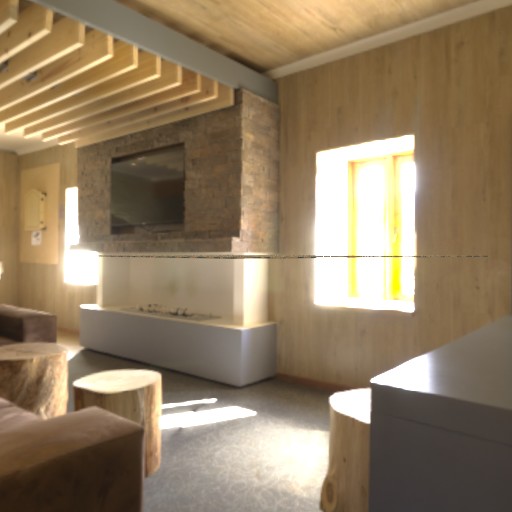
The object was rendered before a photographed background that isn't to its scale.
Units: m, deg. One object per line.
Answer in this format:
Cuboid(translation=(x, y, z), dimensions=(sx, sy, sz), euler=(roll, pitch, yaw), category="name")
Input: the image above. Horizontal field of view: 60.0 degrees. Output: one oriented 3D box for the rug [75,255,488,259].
Cuboid(translation=(0.000, 0.000, 4.051), dimensions=(2.435, 0.007, 3.007), euler=(0, 0, -35), category="rug")
